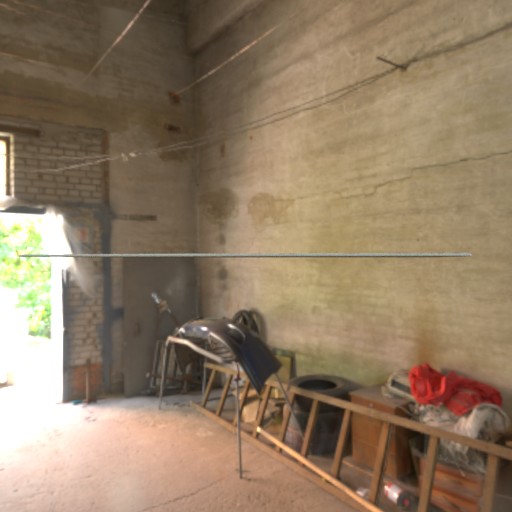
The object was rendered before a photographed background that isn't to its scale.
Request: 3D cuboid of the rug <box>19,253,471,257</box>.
[{"bbox_3d":[0.000,0.000,2.276,1.839,0.012,1.219,0,0,18],"label":"rug"}]
